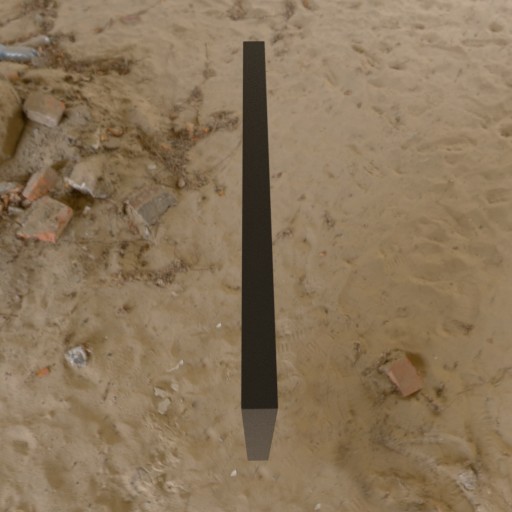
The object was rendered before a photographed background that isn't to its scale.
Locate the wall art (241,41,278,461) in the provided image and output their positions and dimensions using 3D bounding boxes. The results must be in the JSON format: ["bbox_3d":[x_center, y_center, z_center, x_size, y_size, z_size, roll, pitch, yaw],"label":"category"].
[{"bbox_3d":[0.000,0.000,1.200,0.058,0.640,0.939,-1,59,0],"label":"wall art"}]
